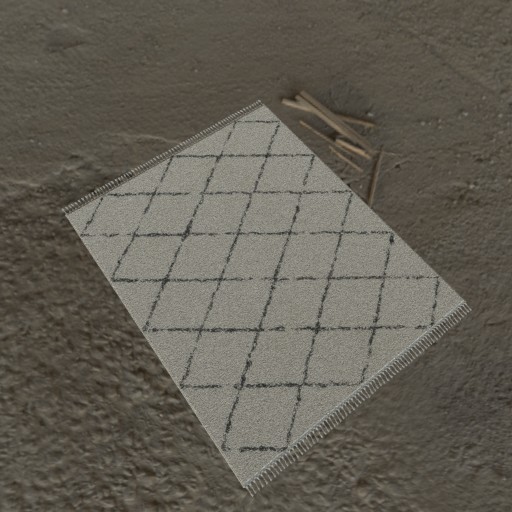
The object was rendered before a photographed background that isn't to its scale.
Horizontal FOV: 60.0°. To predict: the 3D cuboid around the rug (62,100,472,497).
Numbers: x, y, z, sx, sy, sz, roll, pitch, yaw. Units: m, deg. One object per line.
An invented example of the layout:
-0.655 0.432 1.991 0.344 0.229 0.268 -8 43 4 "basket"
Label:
0.000 0.000 4.025 2.380 0.013 3.051 -34 68 -16 "rug"
